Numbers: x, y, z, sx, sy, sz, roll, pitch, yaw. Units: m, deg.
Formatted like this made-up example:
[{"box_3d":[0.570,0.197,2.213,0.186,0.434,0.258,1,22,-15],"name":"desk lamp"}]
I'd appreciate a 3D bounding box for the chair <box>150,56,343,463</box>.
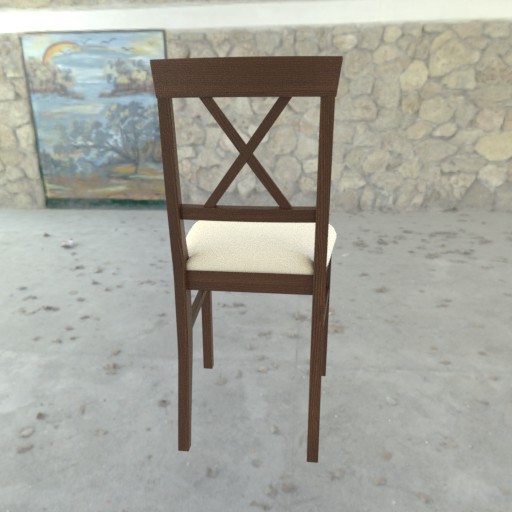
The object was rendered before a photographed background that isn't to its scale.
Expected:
[{"box_3d":[0.000,0.000,1.179,0.440,0.913,0.480,2,16,7],"name":"chair"}]
